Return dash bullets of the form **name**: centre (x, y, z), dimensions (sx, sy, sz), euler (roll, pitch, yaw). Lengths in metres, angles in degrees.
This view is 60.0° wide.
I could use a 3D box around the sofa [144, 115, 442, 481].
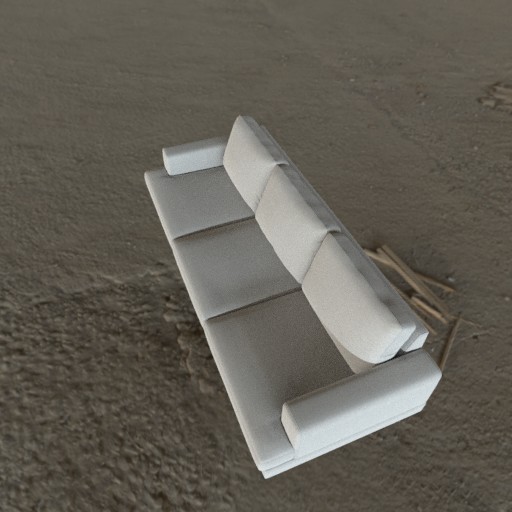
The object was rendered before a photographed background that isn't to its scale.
- **sofa**: centre (0.000, 0.000, 2.742), dimensions (0.920, 0.810, 2.310), euler (-16, 49, -15)
